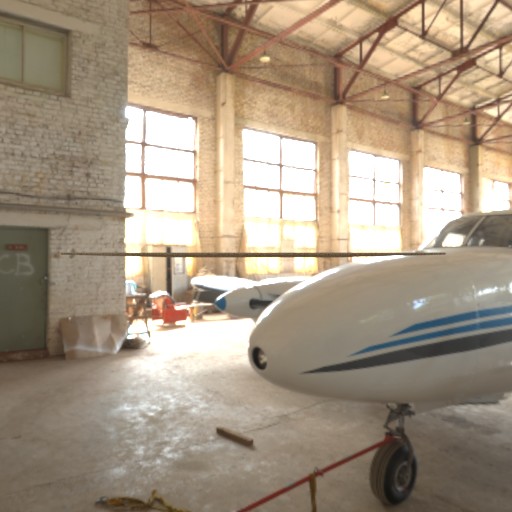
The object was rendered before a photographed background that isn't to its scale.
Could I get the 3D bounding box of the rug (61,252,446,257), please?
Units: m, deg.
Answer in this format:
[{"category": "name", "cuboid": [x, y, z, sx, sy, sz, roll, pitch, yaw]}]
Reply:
[{"category": "rug", "cuboid": [0.000, 0.000, 2.190, 1.142, 0.006, 1.752, 0, 0, 1]}]
